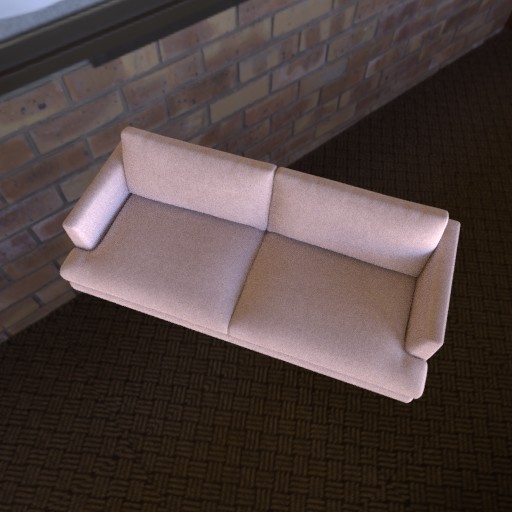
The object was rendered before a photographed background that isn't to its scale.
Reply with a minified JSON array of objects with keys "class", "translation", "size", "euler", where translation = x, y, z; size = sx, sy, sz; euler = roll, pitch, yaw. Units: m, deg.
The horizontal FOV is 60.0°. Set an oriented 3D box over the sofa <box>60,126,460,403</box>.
[{"class":"sofa","translation":[0.000,0.000,2.773],"size":[2.250,0.868,1.020],"euler":[17,61,10]}]
